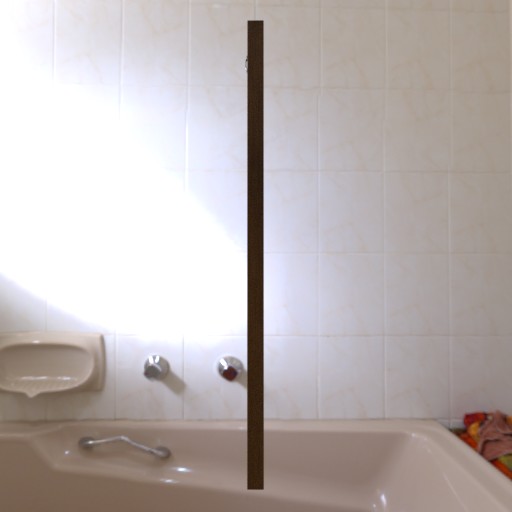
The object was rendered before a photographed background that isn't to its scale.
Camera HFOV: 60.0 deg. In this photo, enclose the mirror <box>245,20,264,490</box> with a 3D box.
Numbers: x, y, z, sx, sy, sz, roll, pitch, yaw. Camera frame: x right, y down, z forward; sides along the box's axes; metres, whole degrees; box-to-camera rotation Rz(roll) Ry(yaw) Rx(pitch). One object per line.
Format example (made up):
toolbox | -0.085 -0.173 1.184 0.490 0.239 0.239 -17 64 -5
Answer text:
mirror | 0.000 0.000 1.340 0.040 1.016 0.762 0 -1 0
